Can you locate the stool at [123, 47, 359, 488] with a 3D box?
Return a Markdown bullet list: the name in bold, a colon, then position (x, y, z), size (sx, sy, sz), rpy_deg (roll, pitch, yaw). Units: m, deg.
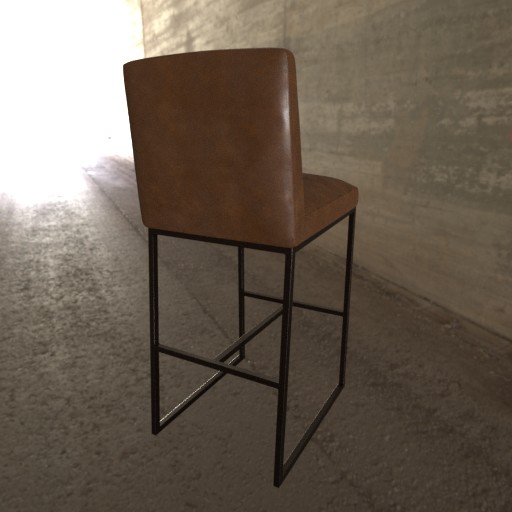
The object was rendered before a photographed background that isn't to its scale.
- **stool**: position (0.000, 0.000, 1.334), size (0.463, 1.065, 0.562), rpy_deg (9, 19, 28)
